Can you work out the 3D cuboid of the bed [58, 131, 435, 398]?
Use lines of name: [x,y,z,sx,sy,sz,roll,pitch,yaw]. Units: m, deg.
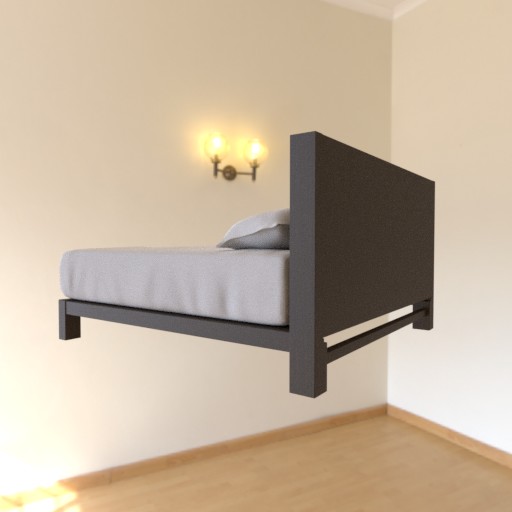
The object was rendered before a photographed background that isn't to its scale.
bed: [0.000,0.000,3.603,2.238,1.261,2.143,1,2,36]
